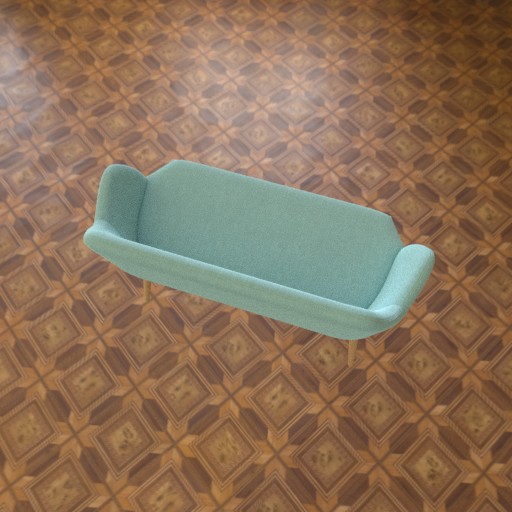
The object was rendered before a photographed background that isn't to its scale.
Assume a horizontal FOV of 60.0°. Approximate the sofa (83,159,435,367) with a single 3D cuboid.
[{"bbox_3d":[0.000,0.000,1.640,1.150,0.840,0.610,16,65,8],"label":"sofa"}]
